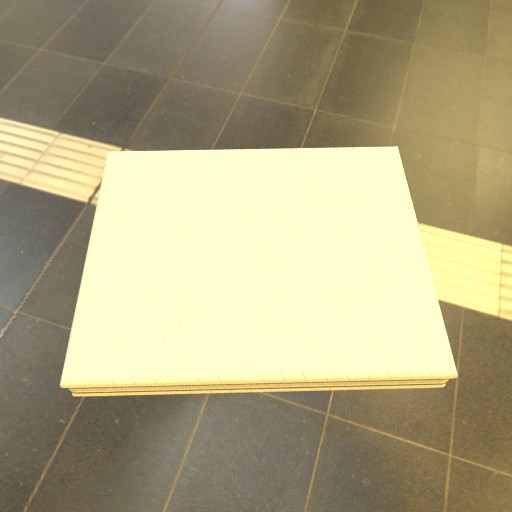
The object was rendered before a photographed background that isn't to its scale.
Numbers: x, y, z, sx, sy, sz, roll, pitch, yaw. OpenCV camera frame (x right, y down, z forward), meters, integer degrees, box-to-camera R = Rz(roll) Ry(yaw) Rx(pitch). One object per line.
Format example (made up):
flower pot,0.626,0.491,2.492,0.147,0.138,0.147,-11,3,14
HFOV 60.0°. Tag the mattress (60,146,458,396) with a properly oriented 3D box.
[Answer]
mattress,0.000,0.000,2.722,2.000,0.230,1.600,-1,59,-1
